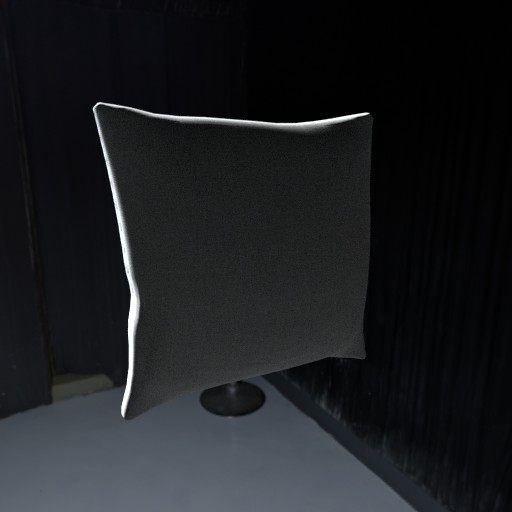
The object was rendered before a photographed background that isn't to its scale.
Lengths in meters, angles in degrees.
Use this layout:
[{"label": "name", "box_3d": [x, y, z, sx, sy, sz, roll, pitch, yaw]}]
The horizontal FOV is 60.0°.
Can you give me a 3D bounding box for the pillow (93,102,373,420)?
[{"label": "pillow", "box_3d": [0.000, 0.000, 0.775, 0.496, 0.491, 0.219, -7, 16, -27]}]
